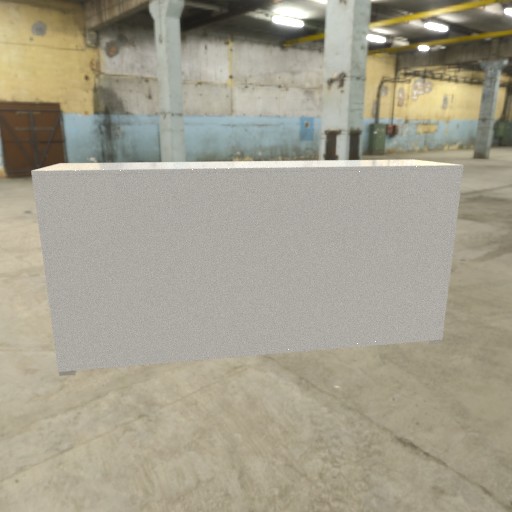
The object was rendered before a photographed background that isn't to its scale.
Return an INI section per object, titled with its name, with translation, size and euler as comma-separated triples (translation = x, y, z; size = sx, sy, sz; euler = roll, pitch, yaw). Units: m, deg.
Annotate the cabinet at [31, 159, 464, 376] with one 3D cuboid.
[cabinet]
translation = 0.000, 0.000, 1.968
size = 1.650, 0.800, 0.400
euler = -3, 16, -10
